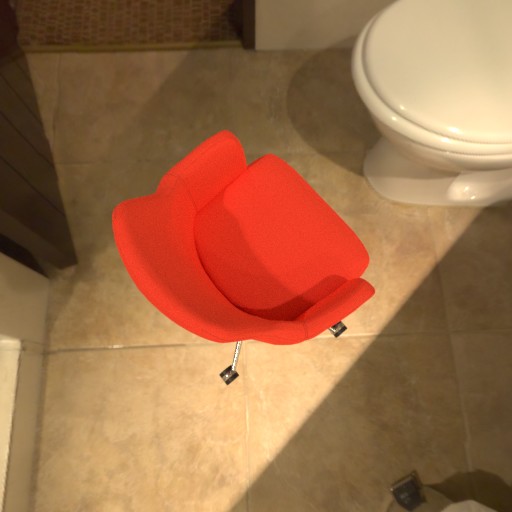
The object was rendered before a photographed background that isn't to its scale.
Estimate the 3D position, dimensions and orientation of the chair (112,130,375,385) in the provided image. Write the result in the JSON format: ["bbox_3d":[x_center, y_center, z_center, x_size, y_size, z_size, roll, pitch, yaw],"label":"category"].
[{"bbox_3d":[0.000,0.000,1.255,0.600,0.820,0.655,-38,77,-10],"label":"chair"}]
